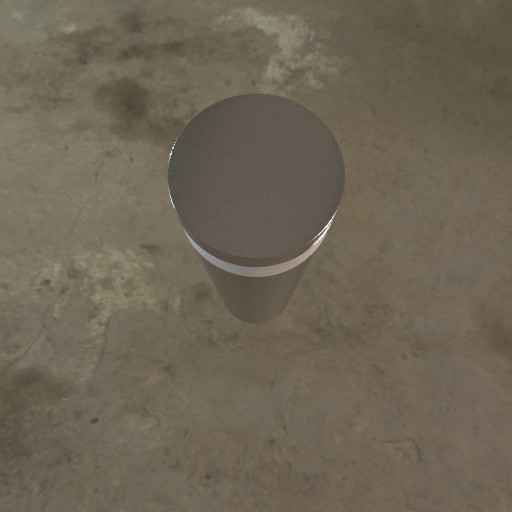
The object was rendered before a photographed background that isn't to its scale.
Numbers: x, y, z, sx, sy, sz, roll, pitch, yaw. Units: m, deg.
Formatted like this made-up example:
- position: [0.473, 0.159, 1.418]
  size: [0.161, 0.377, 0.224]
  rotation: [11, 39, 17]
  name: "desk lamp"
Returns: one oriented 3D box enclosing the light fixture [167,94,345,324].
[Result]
- position: [0.000, 0.000, 0.443]
  size: [0.102, 0.400, 0.102]
  rotation: [-15, 77, -3]
  name: "light fixture"
